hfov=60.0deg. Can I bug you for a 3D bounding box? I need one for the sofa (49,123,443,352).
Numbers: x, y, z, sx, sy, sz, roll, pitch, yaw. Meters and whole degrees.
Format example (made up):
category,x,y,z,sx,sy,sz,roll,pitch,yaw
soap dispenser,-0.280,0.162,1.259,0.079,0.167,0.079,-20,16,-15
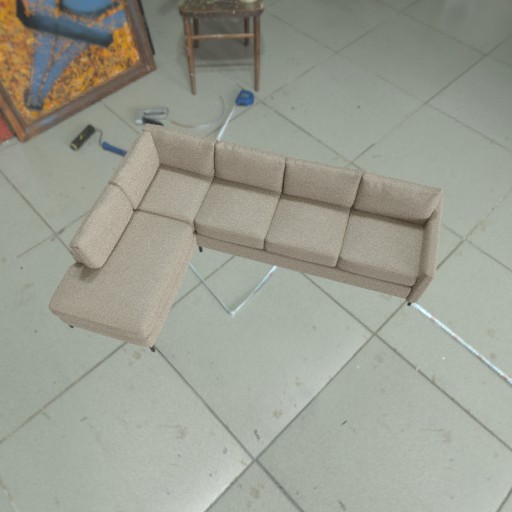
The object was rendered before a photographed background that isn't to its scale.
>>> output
category,x,y,z,sx,sy,sz,roll,pitch,yaw
sofa,0.000,0.000,3.163,2.423,0.703,1.617,14,59,9
